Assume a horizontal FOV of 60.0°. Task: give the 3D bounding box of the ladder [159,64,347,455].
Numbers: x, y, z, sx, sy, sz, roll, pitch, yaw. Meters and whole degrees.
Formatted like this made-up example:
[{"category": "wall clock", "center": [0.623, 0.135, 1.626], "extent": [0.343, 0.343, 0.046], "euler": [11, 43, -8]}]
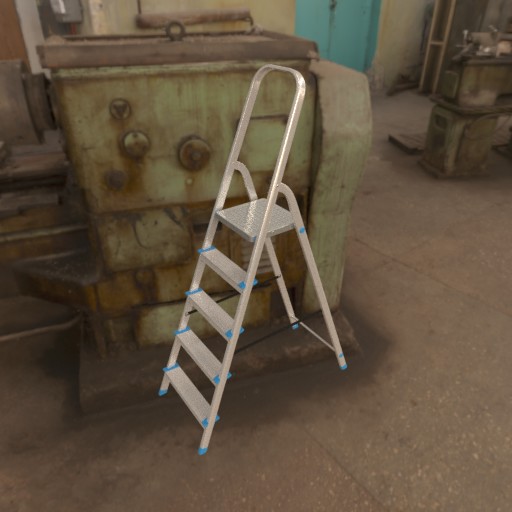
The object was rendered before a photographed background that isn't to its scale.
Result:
[{"category": "ladder", "center": [0.000, 0.000, 2.097], "extent": [0.990, 1.648, 0.468], "euler": [-20, 37, -30]}]
